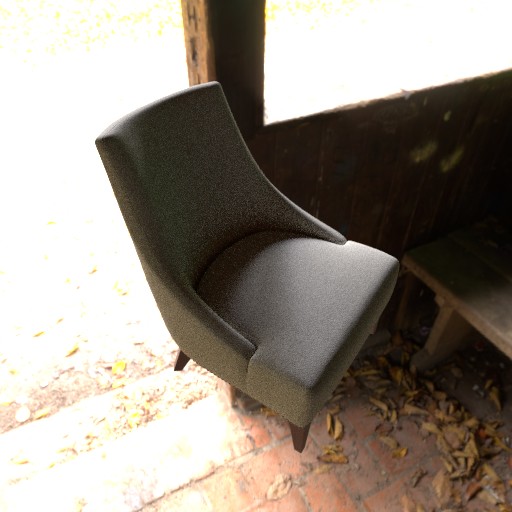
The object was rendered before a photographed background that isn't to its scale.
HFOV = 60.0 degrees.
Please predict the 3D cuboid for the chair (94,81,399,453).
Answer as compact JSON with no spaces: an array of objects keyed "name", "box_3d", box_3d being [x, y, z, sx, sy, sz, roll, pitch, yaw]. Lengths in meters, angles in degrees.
[{"name":"chair","box_3d":[0.000,0.000,1.538,0.861,0.909,0.701,24,46,25]}]
